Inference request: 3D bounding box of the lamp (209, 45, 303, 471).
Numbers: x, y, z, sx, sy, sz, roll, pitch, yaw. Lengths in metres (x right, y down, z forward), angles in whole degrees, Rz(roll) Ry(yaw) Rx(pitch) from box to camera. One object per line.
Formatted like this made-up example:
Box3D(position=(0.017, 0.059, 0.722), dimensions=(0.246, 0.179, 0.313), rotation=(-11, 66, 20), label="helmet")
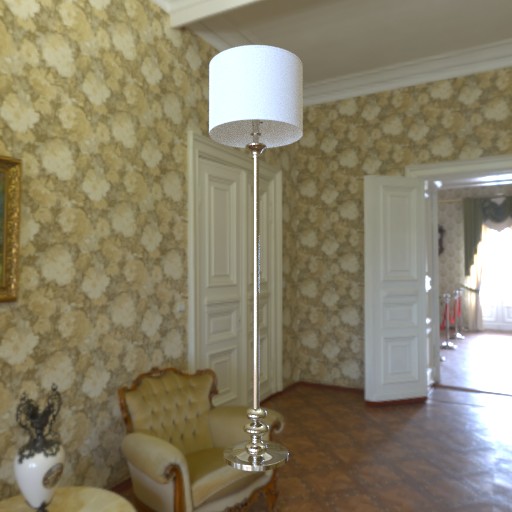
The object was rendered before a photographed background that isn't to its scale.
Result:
Box3D(position=(0.000, 0.000, 1.670), dimensions=(0.356, 1.487, 0.356), rotation=(1, -2, -17), label="lamp")
